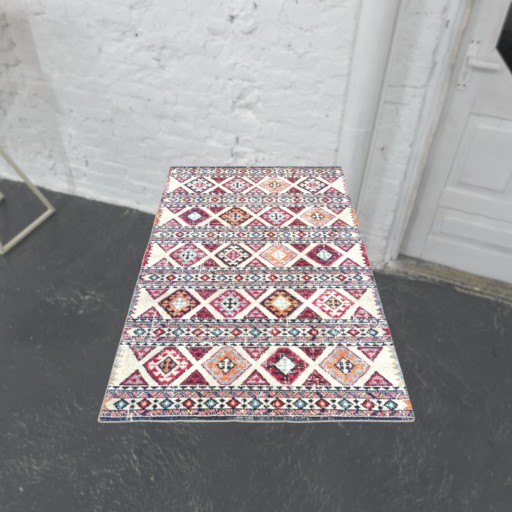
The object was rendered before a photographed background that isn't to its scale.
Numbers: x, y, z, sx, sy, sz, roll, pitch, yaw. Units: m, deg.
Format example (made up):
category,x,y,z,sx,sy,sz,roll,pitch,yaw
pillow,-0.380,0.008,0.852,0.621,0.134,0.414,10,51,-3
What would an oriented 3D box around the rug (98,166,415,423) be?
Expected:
category,x,y,z,sx,sy,sz,roll,pitch,yaw
rug,0.000,0.000,3.054,1.545,0.010,2.440,0,41,0
